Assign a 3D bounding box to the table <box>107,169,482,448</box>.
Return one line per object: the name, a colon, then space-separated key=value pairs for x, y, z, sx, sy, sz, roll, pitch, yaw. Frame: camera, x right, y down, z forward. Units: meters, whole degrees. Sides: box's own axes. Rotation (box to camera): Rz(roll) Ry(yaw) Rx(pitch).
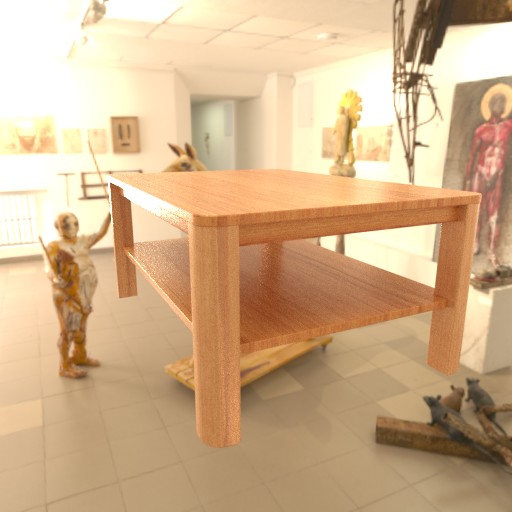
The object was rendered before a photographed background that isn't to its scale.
table: x=0.000 y=0.000 z=1.347 sx=0.696 sy=0.445 sz=0.997 roll=-7 pitch=16 yaw=-26
